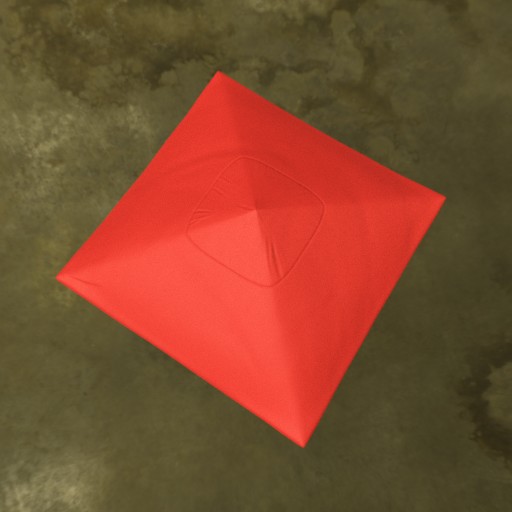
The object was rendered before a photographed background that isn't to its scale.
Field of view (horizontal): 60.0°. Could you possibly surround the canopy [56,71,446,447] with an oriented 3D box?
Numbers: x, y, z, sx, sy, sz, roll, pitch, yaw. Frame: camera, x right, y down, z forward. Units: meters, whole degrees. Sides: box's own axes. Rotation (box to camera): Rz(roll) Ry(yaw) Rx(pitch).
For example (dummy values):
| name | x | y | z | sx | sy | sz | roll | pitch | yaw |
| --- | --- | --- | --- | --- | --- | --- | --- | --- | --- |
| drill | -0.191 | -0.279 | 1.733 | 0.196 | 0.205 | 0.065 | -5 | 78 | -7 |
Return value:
| name | x | y | z | sx | sy | sz | roll | pitch | yaw |
| --- | --- | --- | --- | --- | --- | --- | --- | --- | --- |
| canopy | 0.000 | 0.000 | 5.363 | 2.998 | 2.997 | 2.996 | 32 | 77 | 8 |
